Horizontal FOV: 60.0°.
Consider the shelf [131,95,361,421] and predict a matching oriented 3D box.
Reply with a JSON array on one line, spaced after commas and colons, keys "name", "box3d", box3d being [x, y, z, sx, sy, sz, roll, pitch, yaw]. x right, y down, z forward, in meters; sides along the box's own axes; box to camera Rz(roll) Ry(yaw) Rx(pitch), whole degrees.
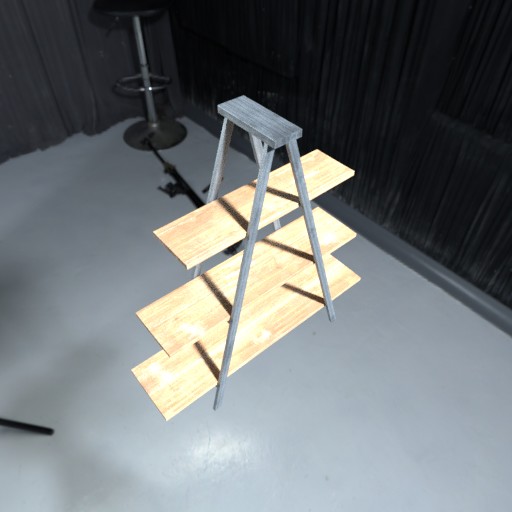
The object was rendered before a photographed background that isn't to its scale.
[{"name": "shelf", "box3d": [0.000, 0.000, 2.667, 1.746, 1.808, 0.508, -31, 53, -26]}]
